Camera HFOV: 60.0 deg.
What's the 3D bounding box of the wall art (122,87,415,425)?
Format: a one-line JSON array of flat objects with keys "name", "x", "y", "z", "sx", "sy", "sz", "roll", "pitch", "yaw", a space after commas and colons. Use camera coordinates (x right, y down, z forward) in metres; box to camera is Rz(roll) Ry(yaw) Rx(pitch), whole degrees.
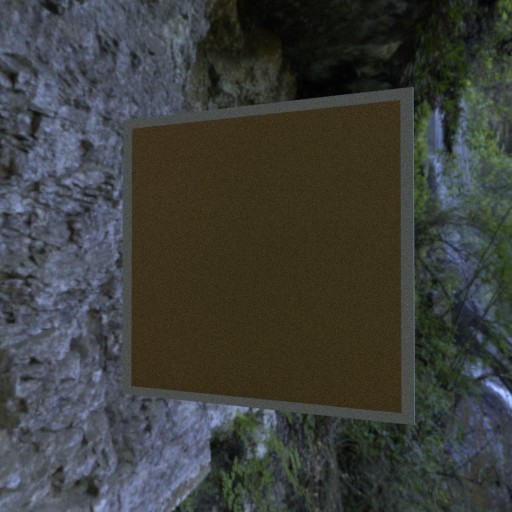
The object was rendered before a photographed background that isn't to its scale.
[{"name": "wall art", "x": 0.000, "y": 0.000, "z": 0.458, "sx": 0.307, "sy": 0.307, "sz": 0.020, "roll": 0, "pitch": -1, "yaw": 18}]
